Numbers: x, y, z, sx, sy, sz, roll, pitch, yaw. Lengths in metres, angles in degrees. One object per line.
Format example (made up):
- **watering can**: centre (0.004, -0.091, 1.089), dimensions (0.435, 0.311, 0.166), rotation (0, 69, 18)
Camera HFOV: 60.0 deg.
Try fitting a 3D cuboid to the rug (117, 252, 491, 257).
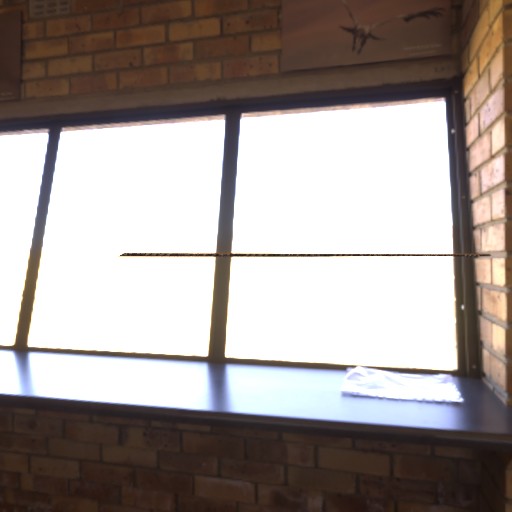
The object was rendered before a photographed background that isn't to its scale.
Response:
- **rug**: centre (0.000, 0.000, 3.894), dimensions (2.305, 0.017, 2.902), rotation (0, 0, -18)
